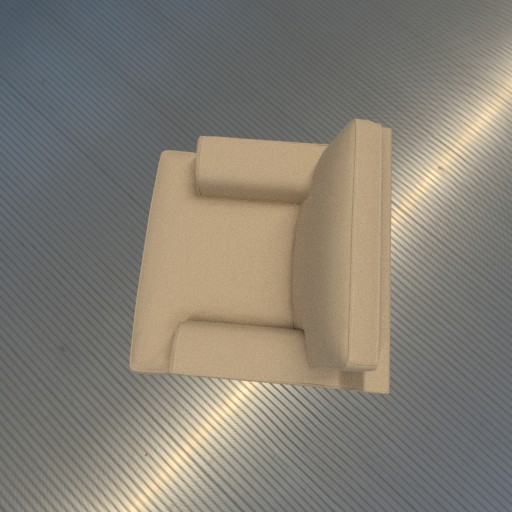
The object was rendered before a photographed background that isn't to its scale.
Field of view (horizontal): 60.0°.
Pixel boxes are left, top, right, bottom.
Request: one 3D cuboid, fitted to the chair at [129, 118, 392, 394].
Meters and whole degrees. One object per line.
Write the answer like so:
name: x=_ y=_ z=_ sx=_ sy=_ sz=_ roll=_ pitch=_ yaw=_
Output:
chair: x=0.000 y=0.000 z=2.141 sx=1.274 sy=1.005 sz=1.293 roll=-3 pitch=76 yaw=-1
